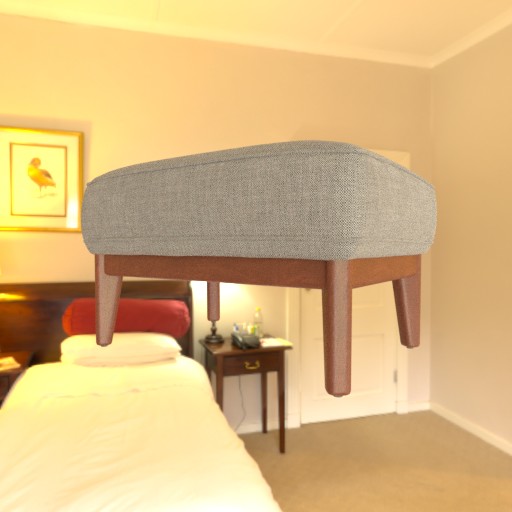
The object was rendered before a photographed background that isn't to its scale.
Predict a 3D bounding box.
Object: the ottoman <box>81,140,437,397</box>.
[{"bbox_3d":[0.000,0.000,1.107,0.750,0.458,0.555,1,2,35],"label":"ottoman"}]
